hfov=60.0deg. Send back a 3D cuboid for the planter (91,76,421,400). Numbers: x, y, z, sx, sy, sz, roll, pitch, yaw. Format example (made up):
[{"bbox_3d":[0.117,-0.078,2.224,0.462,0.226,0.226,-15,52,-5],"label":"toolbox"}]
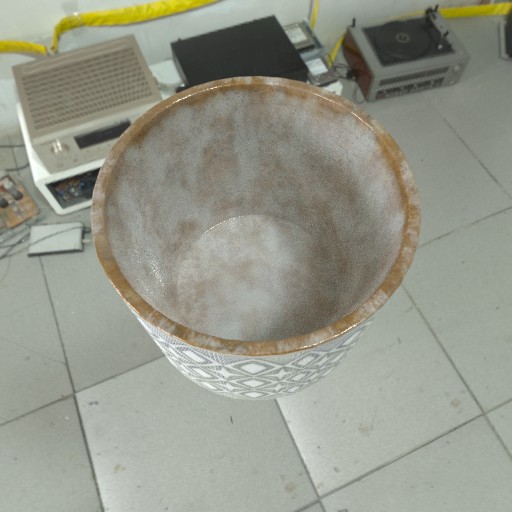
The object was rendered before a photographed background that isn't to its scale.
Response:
[{"bbox_3d":[0.000,0.000,0.444,0.255,0.223,0.255,0,64,0],"label":"planter"}]
